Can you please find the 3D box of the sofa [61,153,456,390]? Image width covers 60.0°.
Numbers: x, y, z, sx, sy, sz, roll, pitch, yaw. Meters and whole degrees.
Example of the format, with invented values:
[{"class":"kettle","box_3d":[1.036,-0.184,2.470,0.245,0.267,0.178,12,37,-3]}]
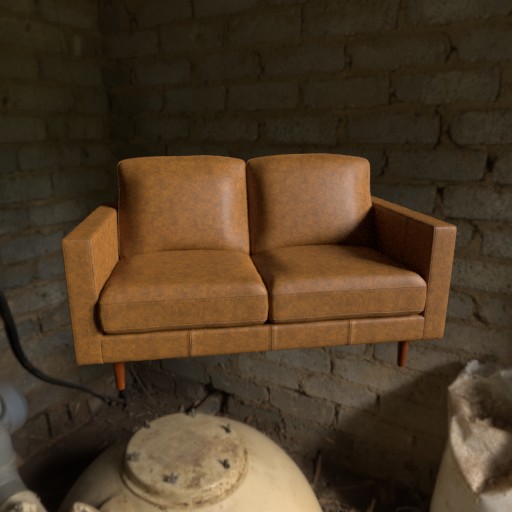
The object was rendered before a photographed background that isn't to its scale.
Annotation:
[{"class":"sofa","box_3d":[0.000,0.000,2.184,1.578,0.951,0.909,-2,16,-8]}]
